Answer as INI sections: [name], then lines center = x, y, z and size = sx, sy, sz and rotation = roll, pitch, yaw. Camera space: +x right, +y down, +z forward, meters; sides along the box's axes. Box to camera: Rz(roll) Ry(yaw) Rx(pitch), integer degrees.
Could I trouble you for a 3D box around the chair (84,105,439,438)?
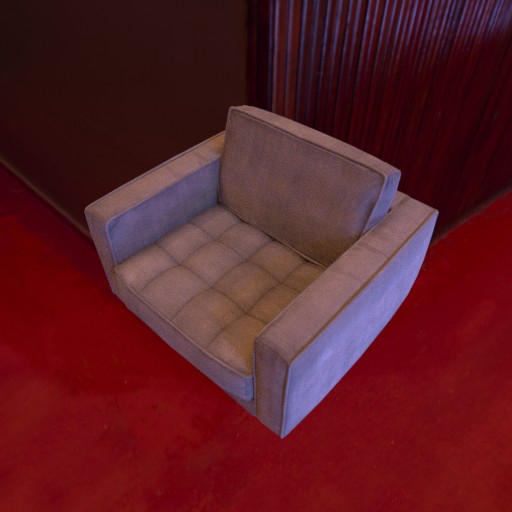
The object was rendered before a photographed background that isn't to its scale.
[chair]
center = 0.000, 0.000, 1.578
size = 0.928, 0.773, 0.843
rotation = 33, 54, 28
